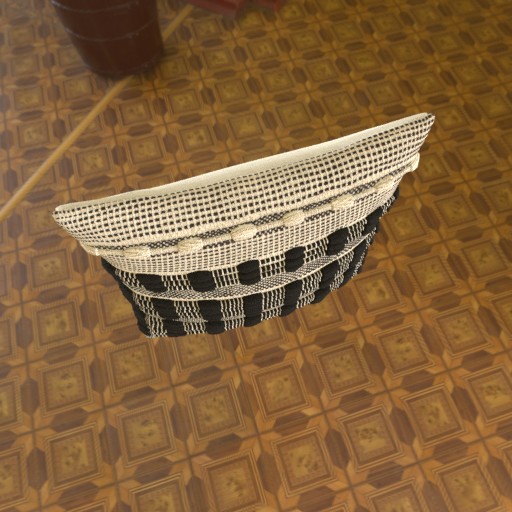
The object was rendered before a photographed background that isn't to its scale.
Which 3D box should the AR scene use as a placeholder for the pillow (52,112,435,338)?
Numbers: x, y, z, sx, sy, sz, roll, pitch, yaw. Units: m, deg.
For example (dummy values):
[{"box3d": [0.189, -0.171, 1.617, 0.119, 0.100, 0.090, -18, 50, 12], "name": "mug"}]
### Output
[{"box3d": [0.000, 0.000, 0.666, 0.436, 0.438, 0.156, -16, 65, -8], "name": "pillow"}]
